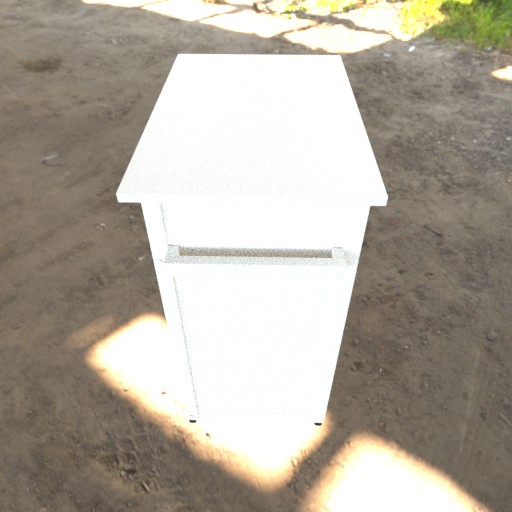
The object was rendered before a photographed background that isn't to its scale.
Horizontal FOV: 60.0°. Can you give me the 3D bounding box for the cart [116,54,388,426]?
[{"bbox_3d":[0.000,0.000,1.249,0.442,0.864,0.683,1,43,1],"label":"cart"}]
